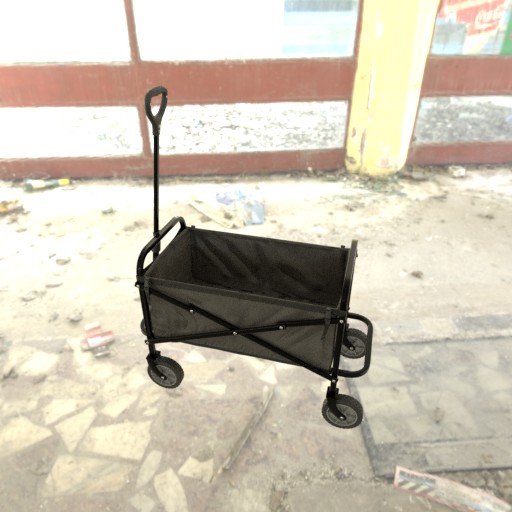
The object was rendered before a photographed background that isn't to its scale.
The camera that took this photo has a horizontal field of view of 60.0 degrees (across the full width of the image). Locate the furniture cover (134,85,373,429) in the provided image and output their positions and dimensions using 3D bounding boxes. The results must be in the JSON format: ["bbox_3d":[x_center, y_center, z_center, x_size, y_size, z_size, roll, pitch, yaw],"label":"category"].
[{"bbox_3d":[0.000,0.000,1.834,1.038,1.295,0.532,8,32,13],"label":"furniture cover"}]
